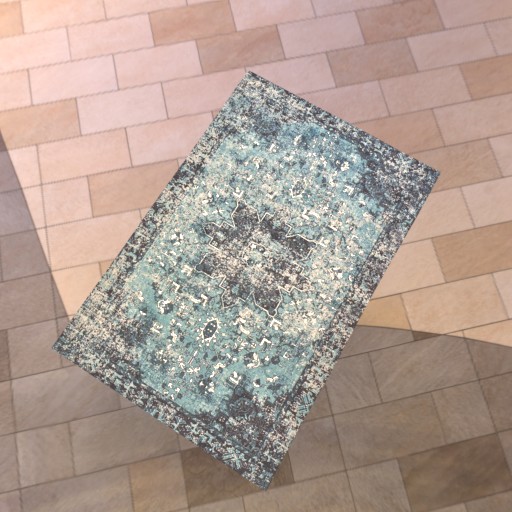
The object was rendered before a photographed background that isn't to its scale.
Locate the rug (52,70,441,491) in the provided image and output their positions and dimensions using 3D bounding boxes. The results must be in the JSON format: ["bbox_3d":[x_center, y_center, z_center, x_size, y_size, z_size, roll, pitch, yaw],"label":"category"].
[{"bbox_3d":[0.000,0.000,2.270,1.219,0.005,1.828,31,78,7],"label":"rug"}]
